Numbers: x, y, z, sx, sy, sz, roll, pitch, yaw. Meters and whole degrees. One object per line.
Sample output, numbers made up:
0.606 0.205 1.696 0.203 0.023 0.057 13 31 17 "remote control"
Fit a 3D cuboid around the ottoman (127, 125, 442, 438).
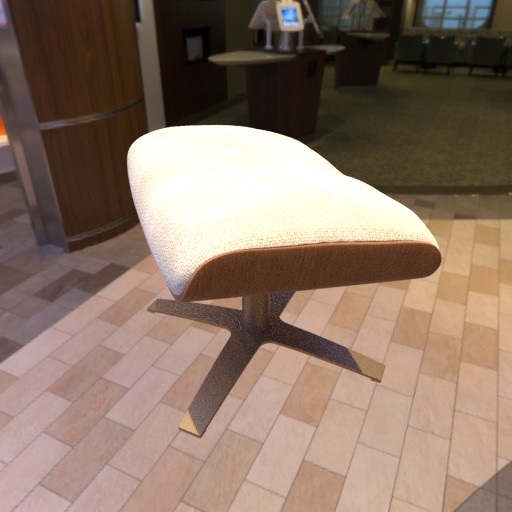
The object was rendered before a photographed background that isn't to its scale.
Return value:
0.000 0.000 0.817 0.394 0.391 0.520 -11 32 -18 "ottoman"
